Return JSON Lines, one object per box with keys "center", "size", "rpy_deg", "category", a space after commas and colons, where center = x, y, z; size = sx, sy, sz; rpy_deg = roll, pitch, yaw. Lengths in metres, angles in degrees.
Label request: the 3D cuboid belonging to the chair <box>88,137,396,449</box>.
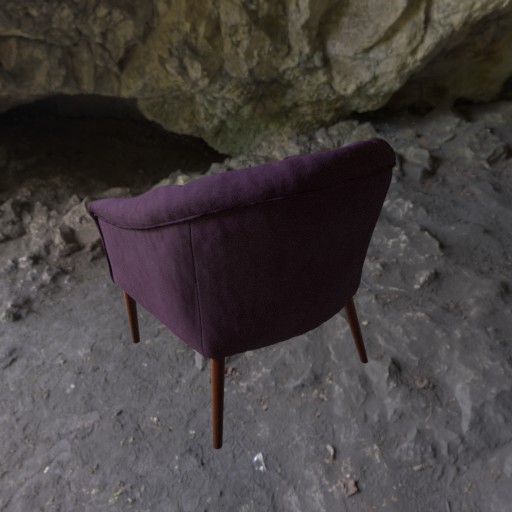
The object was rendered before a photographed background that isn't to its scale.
{"center": [0.000, 0.000, 1.471], "size": [0.851, 0.885, 0.776], "rpy_deg": [-19, 36, -29], "category": "chair"}
